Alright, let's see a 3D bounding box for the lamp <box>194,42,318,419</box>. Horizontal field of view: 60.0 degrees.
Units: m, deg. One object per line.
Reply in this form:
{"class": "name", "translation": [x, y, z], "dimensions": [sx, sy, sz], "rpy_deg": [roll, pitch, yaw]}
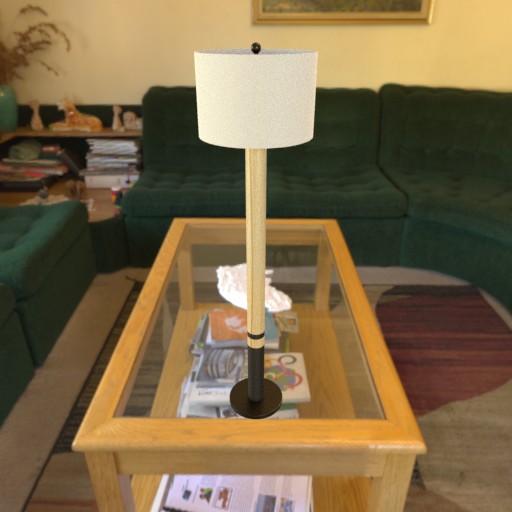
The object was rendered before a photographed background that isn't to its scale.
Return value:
{"class": "lamp", "translation": [0.000, 0.000, 1.702], "dimensions": [0.381, 1.478, 0.381], "rpy_deg": [-8, 28, -15]}
